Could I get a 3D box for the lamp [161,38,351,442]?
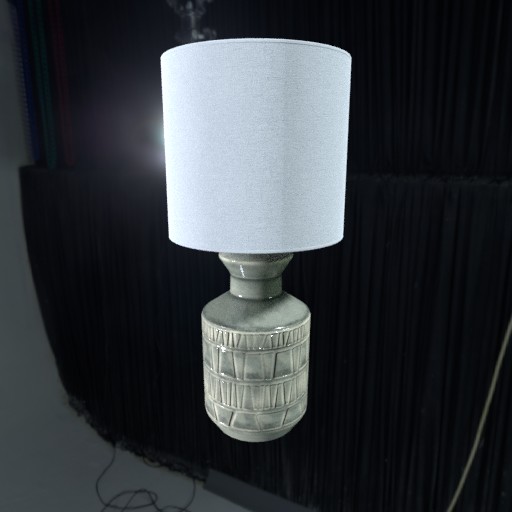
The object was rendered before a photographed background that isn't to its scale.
[{"bbox_3d":[0.000,0.000,0.555,0.211,0.455,0.211,7,15,26],"label":"lamp"}]
